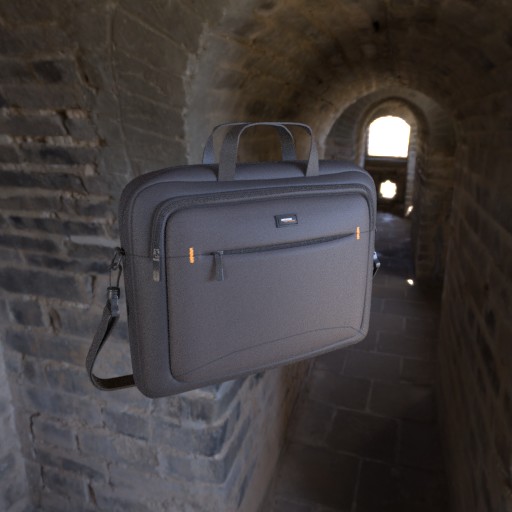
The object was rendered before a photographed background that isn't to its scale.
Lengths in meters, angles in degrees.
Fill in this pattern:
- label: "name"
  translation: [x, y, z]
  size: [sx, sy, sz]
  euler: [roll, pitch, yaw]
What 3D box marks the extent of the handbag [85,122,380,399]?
- label: "handbag"
  translation: [0.000, 0.000, 0.573]
  size: [0.429, 0.330, 0.126]
  euler: [-8, 18, -27]
